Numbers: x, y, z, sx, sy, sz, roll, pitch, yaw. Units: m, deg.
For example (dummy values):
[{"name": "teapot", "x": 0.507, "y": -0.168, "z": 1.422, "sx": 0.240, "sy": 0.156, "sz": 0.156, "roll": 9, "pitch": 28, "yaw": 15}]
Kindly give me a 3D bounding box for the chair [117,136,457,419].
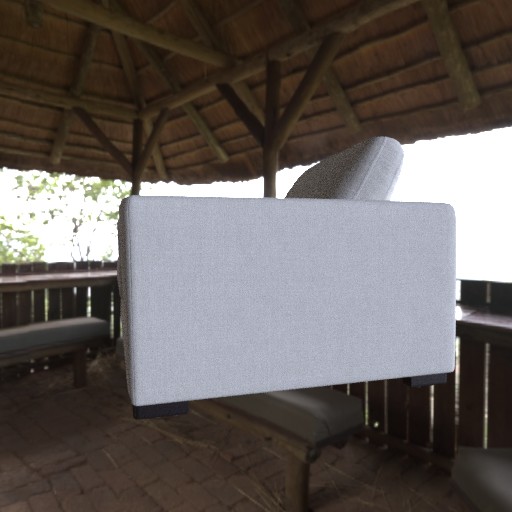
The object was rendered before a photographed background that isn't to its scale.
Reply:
[{"name": "chair", "x": 0.000, "y": 0.000, "z": 1.840, "sx": 1.100, "sy": 0.876, "sz": 1.070, "roll": -1, "pitch": 2, "yaw": -18}]
